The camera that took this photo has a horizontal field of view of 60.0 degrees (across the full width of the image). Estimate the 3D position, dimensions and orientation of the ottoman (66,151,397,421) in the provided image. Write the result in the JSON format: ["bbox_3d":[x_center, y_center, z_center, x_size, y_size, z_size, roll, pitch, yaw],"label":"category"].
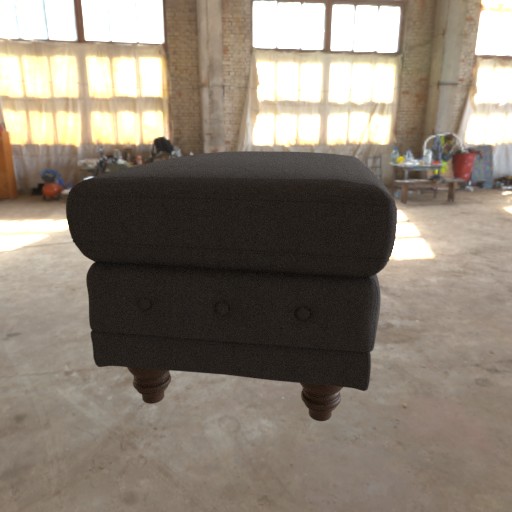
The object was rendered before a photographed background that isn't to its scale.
[{"bbox_3d":[0.000,0.000,1.122,0.569,0.500,0.771,3,17,9],"label":"ottoman"}]
